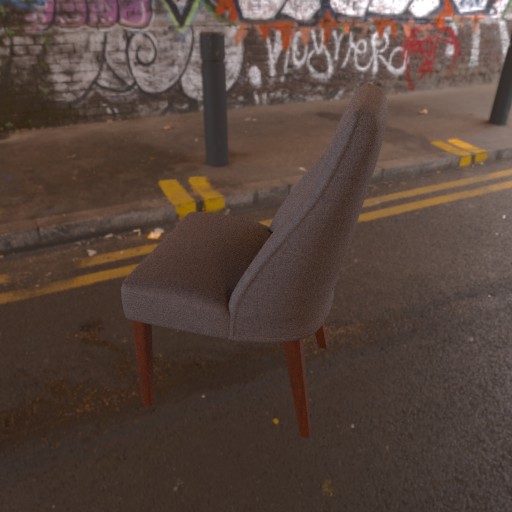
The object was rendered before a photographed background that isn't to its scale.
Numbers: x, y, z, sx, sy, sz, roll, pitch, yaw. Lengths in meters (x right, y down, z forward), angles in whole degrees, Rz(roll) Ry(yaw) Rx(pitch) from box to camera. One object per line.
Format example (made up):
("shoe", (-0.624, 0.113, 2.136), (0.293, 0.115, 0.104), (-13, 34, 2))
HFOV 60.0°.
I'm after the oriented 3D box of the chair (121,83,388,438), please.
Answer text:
("chair", (0.000, 0.000, 1.286), (0.620, 0.930, 0.500), (8, 31, 13))
